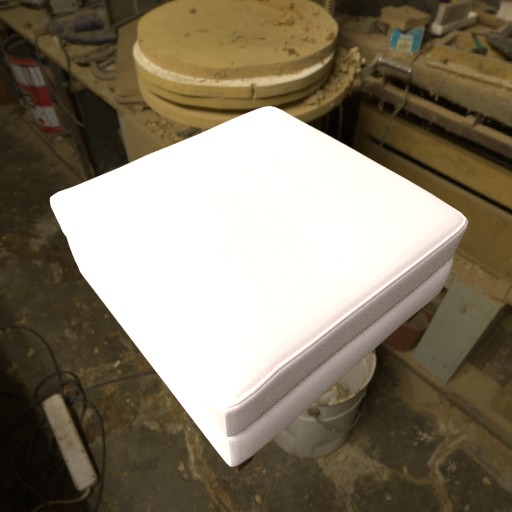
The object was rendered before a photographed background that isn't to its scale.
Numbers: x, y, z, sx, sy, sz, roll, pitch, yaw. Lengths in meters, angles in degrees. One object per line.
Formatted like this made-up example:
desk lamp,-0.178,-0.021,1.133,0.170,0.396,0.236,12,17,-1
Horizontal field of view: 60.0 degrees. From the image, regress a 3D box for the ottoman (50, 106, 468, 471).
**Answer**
ottoman,0.000,0.000,1.329,0.838,0.479,0.838,-32,54,-26
